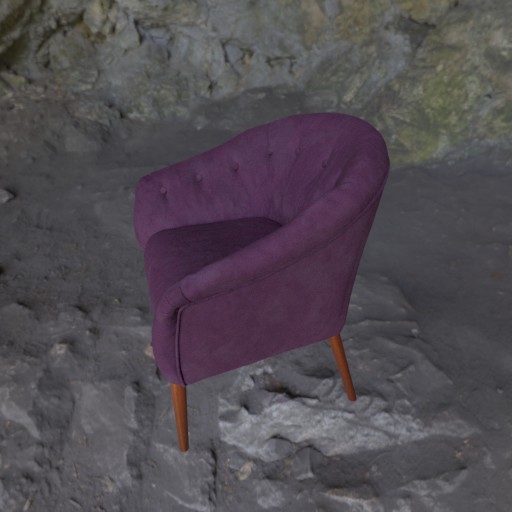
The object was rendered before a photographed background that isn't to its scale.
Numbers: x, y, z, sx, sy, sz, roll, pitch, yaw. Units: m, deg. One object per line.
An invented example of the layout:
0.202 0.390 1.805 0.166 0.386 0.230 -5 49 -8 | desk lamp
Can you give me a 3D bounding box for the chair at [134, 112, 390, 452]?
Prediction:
0.000 0.000 1.529 0.776 0.885 0.851 -9 32 -15 | chair
